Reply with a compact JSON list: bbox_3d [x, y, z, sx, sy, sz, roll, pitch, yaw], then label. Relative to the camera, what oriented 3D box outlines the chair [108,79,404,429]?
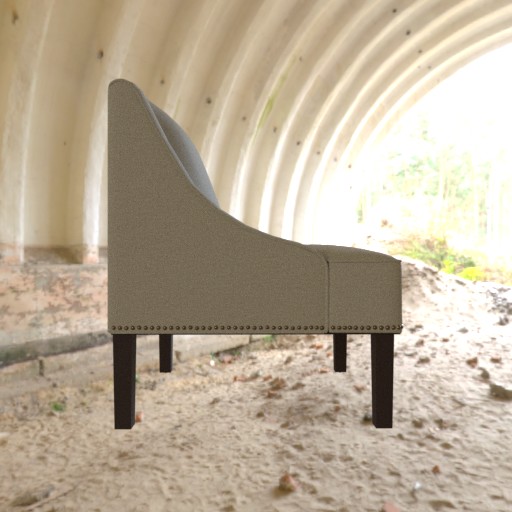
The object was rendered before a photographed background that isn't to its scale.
[{"bbox_3d":[0.000,0.000,1.377,0.737,0.864,0.610,0,0,-1],"label":"chair"}]
